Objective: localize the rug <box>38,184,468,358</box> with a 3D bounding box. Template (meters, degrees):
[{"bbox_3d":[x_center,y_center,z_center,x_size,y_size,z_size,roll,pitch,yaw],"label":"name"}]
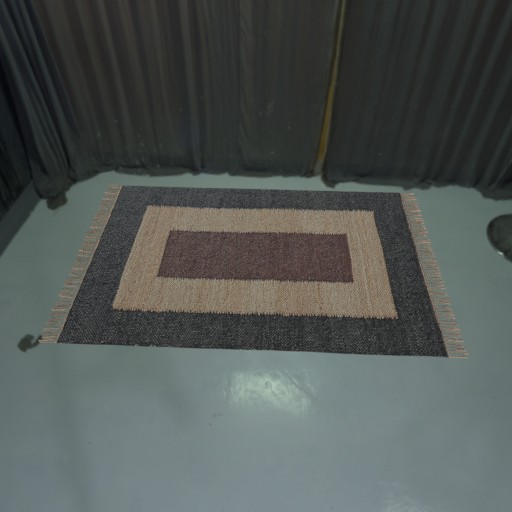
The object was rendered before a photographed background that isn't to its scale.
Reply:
[{"bbox_3d":[0.000,0.000,2.479,2.021,0.027,1.224,2,46,2],"label":"rug"}]
